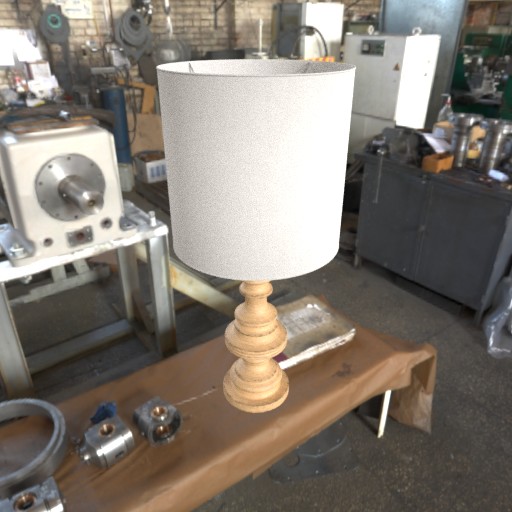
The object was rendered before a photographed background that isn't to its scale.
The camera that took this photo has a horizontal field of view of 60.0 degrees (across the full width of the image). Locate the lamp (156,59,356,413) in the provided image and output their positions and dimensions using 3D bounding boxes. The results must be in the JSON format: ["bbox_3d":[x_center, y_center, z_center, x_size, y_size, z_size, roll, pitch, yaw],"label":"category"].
[{"bbox_3d":[0.000,0.000,0.575,0.208,0.455,0.208,9,29,17],"label":"lamp"}]
